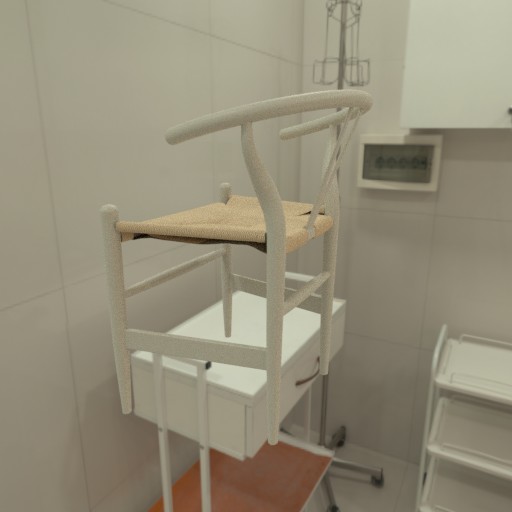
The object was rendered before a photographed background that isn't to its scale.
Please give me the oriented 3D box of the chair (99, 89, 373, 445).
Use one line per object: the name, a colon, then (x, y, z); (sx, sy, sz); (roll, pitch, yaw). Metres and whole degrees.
chair: (0.000, 0.000, 1.078); (0.500, 0.736, 0.533); (8, 18, 27)
